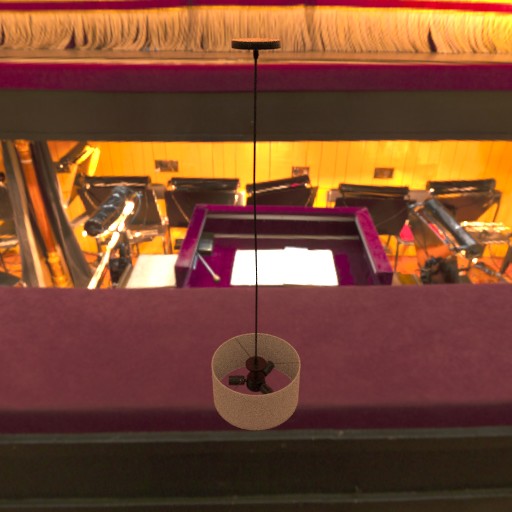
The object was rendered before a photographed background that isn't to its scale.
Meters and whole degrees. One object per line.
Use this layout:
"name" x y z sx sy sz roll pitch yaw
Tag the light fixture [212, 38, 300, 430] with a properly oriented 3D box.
"light fixture" 0.000 0.000 1.726 0.399 1.516 0.399 0 30 0
